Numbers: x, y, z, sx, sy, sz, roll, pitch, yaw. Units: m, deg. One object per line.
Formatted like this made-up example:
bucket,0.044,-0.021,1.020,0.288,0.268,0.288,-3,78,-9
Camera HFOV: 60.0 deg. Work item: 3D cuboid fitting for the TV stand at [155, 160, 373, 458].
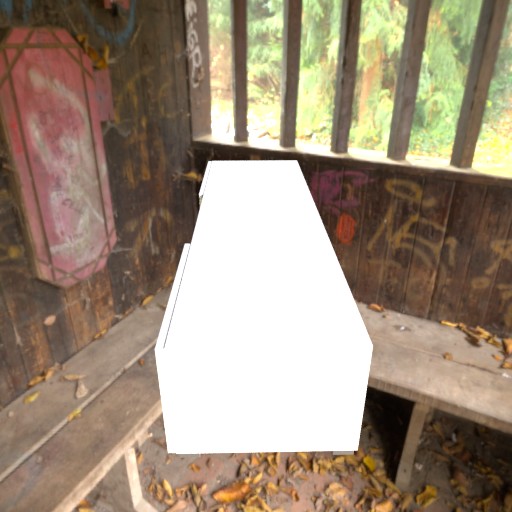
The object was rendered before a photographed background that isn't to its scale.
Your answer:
TV stand,0.000,0.000,1.546,0.420,0.310,1.400,-1,27,-1
